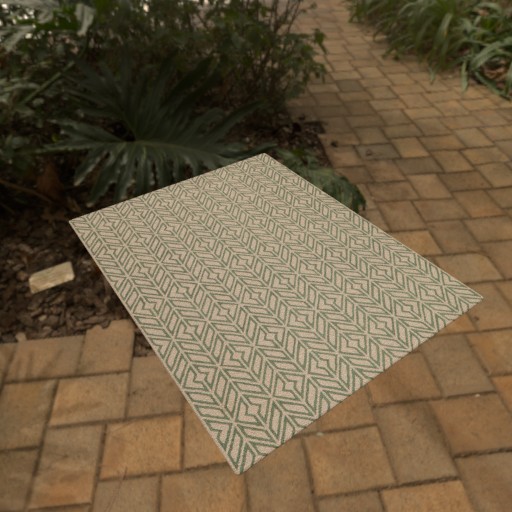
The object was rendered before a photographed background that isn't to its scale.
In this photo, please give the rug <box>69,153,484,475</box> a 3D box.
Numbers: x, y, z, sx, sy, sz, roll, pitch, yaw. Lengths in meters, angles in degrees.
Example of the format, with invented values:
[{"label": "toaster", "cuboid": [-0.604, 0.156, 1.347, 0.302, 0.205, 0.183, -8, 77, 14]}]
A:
[{"label": "rug", "cuboid": [0.000, 0.000, 4.038, 2.441, 0.017, 3.050, -25, 47, -26]}]
